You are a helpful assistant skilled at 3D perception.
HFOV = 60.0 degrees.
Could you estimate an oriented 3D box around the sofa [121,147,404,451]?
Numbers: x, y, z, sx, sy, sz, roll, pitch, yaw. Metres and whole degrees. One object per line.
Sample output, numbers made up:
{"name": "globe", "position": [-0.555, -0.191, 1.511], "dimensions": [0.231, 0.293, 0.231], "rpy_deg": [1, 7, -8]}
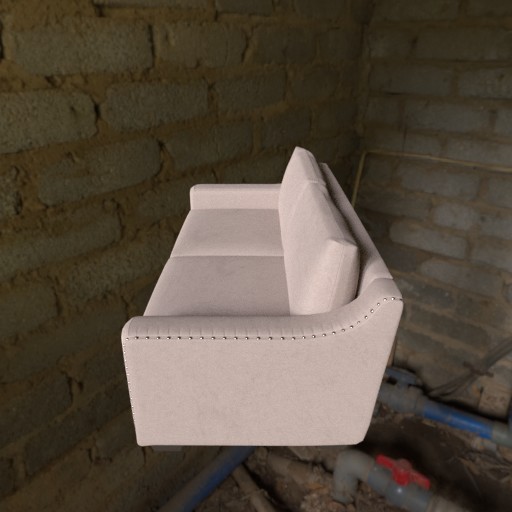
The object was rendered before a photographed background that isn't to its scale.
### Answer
{"name": "sofa", "position": [0.000, 0.000, 2.518], "dimensions": [1.030, 0.901, 1.967], "rpy_deg": [0, 25, 0]}
